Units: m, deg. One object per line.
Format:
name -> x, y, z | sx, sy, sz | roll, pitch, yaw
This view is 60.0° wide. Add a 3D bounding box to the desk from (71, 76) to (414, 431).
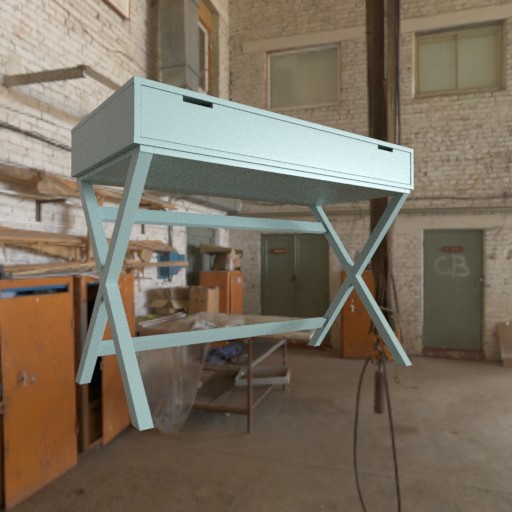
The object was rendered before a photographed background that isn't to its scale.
desk -> 0.000, 0.000, 1.489 | 1.059, 0.780, 0.509 | 0, -1, -37
